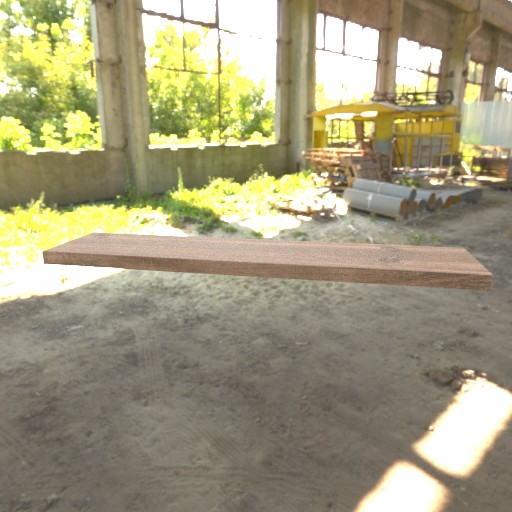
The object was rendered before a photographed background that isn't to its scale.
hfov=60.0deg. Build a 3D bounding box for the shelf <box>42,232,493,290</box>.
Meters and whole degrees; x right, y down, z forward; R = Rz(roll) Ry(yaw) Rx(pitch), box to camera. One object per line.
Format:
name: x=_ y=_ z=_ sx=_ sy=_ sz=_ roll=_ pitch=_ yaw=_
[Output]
shelf: x=0.000 y=0.000 z=0.659 sx=0.610 sy=0.020 sz=0.140 roll=3 pitch=15 yaw=11
